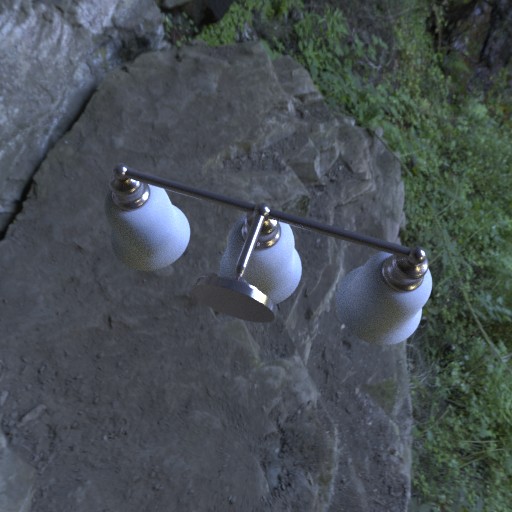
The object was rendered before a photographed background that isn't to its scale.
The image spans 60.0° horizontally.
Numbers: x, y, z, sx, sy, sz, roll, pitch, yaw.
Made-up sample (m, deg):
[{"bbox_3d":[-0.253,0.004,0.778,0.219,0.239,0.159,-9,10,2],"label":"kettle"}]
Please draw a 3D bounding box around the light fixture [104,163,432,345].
[{"bbox_3d":[0.000,0.000,0.680,0.570,0.211,0.198,17,66,7],"label":"light fixture"}]
